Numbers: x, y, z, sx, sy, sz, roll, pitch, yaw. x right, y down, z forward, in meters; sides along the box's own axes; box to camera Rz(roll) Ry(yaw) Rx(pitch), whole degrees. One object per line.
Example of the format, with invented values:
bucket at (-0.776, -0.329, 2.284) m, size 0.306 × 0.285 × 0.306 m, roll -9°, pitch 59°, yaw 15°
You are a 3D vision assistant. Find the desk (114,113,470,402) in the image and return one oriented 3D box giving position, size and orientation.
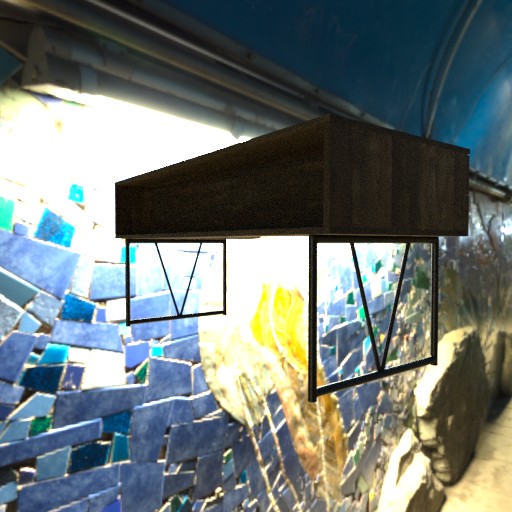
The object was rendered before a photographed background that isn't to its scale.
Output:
desk at (0.000, 0.000, 2.006) m, size 0.730 × 0.780 × 1.600 m, roll -1°, pitch 2°, yaw -37°
